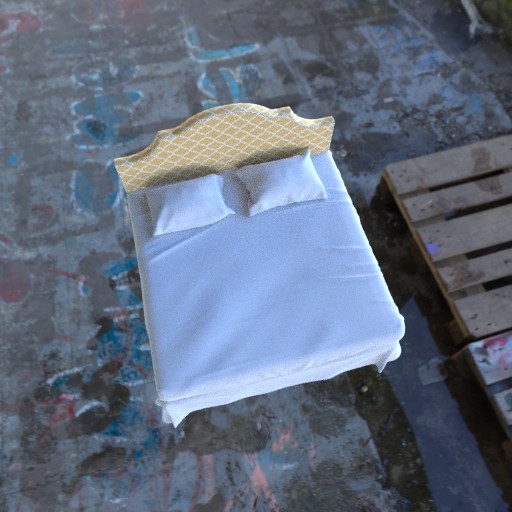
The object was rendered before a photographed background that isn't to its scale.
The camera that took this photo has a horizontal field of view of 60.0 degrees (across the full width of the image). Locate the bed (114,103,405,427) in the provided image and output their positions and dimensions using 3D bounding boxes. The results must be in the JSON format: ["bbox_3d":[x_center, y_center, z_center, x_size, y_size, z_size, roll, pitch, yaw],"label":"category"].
[{"bbox_3d":[0.000,0.000,3.816,2.314,1.601,2.222,-13,64,-6],"label":"bed"}]
